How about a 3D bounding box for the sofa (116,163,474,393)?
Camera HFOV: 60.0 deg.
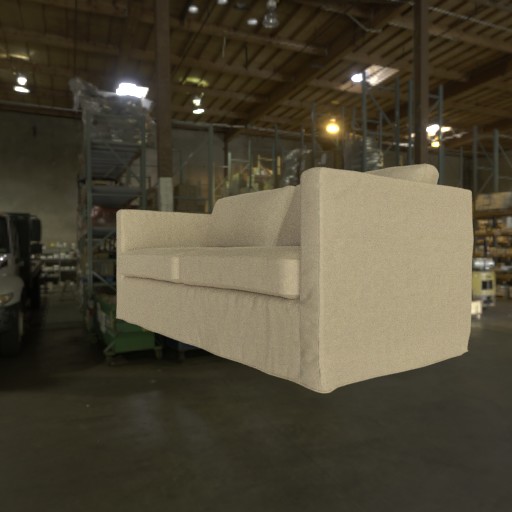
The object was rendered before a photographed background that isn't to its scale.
[{"bbox_3d":[0.000,0.000,2.427,0.962,0.835,1.959,-1,1,-36],"label":"sofa"}]
